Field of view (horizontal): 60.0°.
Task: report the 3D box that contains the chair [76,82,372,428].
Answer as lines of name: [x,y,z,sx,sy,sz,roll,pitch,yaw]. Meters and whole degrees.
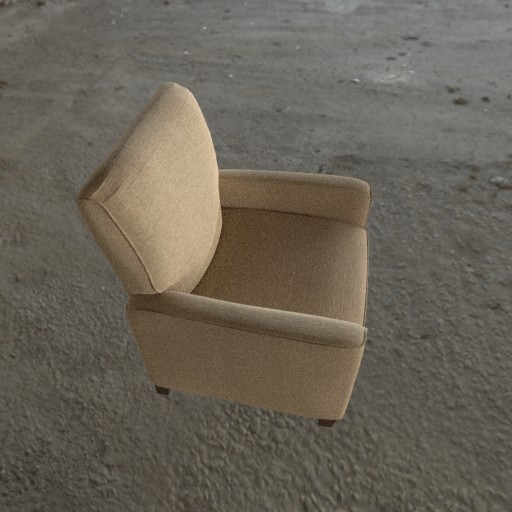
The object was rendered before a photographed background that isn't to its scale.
chair: [0.000,0.000,1.662,0.858,1.028,0.841,8,47,8]
